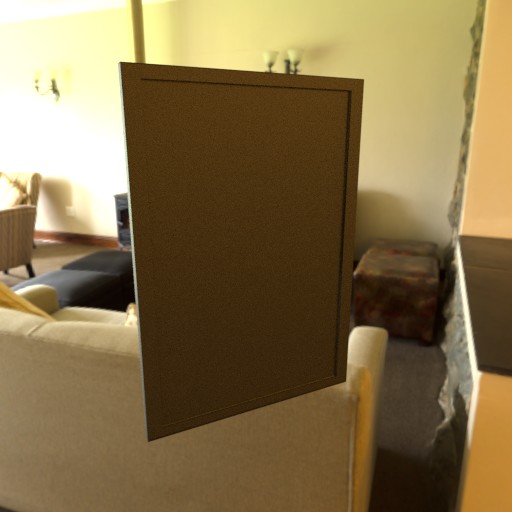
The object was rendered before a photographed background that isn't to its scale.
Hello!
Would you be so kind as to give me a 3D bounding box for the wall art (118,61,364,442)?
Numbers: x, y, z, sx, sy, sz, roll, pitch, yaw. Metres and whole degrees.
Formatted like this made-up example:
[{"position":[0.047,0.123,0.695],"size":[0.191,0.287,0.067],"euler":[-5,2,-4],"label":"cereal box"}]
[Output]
[{"position":[0.000,0.000,0.559],"size":[0.303,0.431,0.013],"euler":[-8,17,-26],"label":"wall art"}]
